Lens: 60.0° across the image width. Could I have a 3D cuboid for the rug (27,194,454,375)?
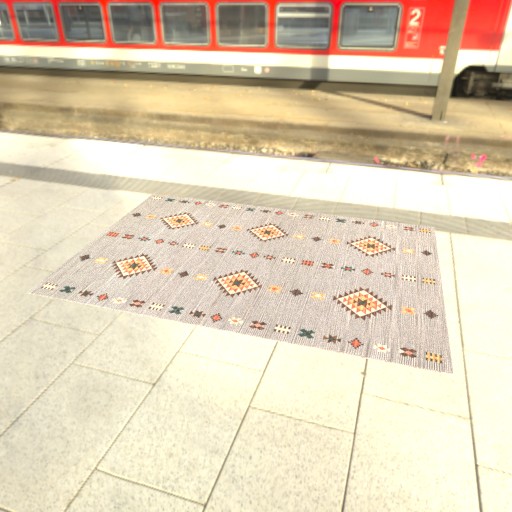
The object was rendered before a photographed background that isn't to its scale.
[{"bbox_3d":[0.000,0.000,2.299,1.818,0.005,1.217,8,31,14],"label":"rug"}]
